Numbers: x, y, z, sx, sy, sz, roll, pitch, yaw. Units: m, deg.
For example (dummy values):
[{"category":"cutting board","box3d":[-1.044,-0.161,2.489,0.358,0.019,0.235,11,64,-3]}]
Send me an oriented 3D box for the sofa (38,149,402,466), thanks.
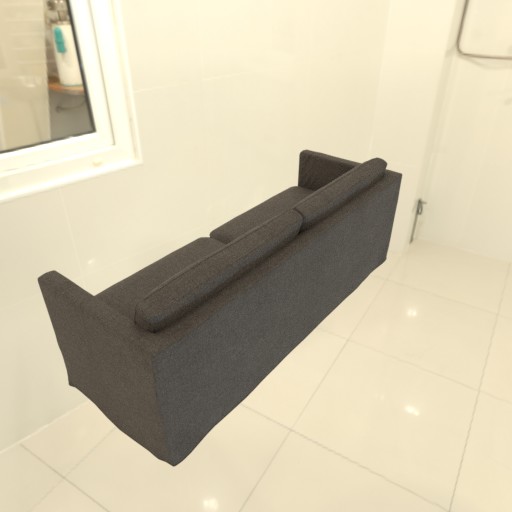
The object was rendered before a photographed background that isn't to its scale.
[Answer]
[{"category":"sofa","box3d":[0.000,0.000,3.307,1.036,0.998,2.779,23,39,32]}]
